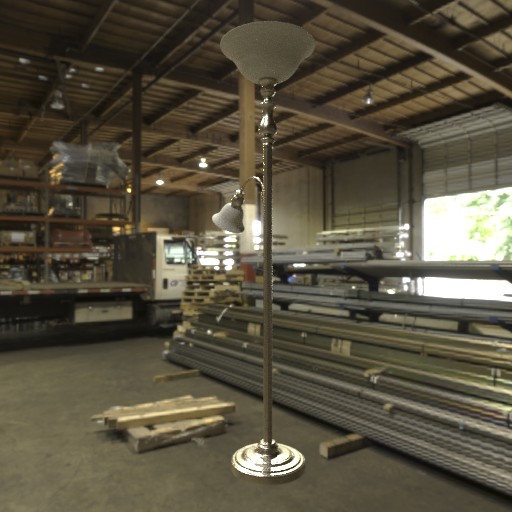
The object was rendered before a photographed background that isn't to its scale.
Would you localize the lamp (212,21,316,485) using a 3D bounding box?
[{"bbox_3d":[0.000,0.000,1.951,0.405,1.785,0.575,0,-1,-36],"label":"lamp"}]
